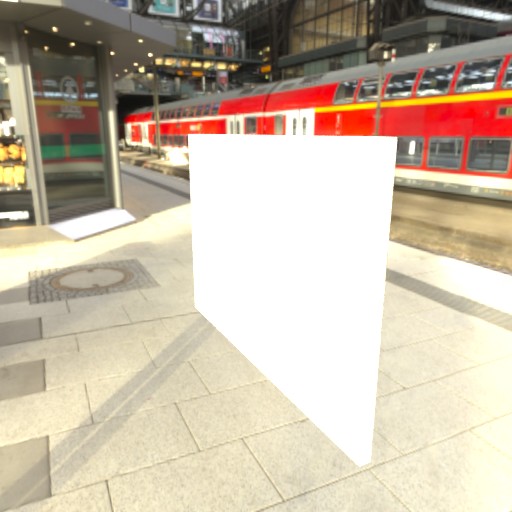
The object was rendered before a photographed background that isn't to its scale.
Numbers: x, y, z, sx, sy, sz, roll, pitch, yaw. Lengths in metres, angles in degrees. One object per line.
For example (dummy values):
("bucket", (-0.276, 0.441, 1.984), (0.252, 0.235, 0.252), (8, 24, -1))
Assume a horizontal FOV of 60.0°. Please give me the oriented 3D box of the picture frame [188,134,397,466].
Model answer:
("picture frame", (0.000, 0.000, 1.217), (0.029, 0.640, 0.950), (-8, 18, -27))
